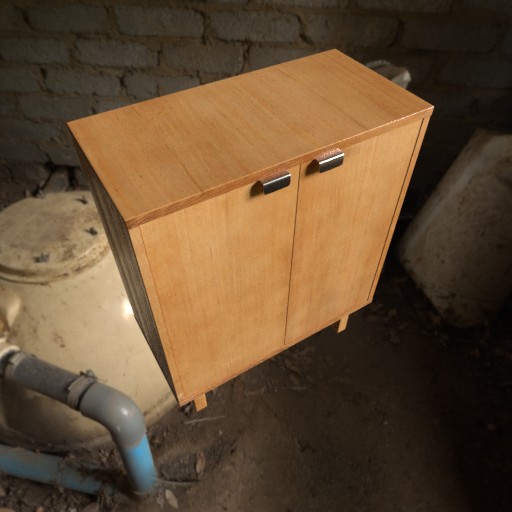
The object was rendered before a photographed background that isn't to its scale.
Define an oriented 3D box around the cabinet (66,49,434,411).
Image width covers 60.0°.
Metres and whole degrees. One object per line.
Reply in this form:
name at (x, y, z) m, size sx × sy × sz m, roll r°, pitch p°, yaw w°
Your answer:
cabinet at (0.000, 0.000, 1.436) m, size 0.800 × 1.001 × 0.419 m, roll -24°, pitch 52°, yaw -20°
